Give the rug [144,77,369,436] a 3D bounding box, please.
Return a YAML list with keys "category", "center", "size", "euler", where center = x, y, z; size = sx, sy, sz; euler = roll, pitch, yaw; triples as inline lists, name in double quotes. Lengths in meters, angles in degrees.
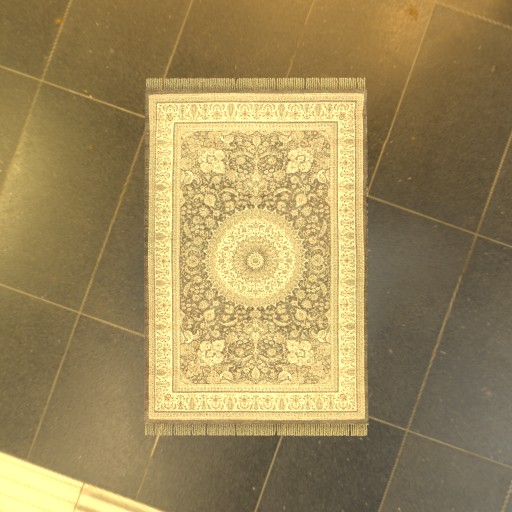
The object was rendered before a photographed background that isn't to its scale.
- category: "rug"
  center: [0.000, 0.000, 4.243]
  size: [2.143, 0.015, 3.422]
  euler: [0, 89, 0]
